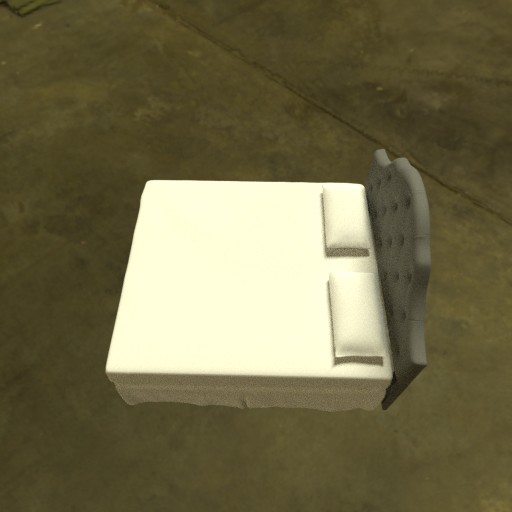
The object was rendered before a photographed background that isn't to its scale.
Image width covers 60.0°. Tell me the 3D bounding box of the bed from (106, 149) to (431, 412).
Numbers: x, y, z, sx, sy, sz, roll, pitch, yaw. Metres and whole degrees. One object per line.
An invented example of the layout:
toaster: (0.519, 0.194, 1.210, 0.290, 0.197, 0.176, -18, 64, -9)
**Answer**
bed: (0.000, 0.000, 3.566, 2.214, 1.615, 2.008, 1, 56, 1)
